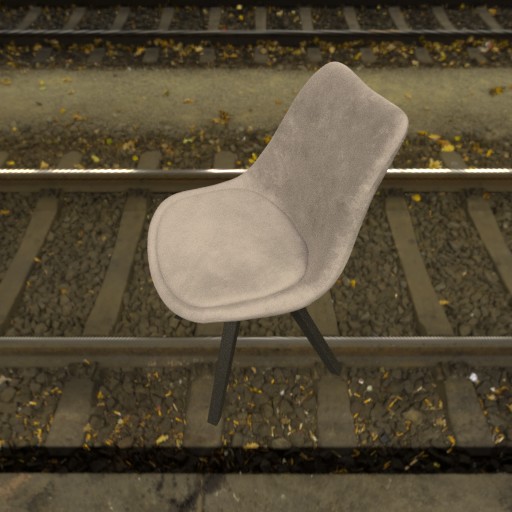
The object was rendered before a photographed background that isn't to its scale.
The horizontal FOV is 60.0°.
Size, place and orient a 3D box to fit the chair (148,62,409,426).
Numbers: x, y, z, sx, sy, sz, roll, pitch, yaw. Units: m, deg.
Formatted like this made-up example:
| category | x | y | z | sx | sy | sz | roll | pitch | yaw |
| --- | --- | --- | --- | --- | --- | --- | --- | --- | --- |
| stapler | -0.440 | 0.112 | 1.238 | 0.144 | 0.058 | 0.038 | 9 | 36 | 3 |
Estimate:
| category | x | y | z | sx | sy | sz | roll | pitch | yaw |
| --- | --- | --- | --- | --- | --- | --- | --- | --- | --- |
| chair | 0.000 | 0.000 | 1.180 | 0.550 | 0.850 | 0.485 | -16 | 48 | -15 |
